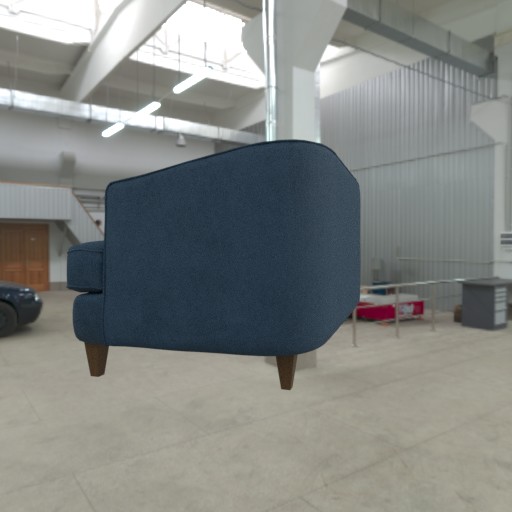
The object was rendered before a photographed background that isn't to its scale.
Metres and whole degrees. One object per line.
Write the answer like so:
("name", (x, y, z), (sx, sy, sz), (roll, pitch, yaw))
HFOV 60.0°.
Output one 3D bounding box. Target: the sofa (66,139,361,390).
("sofa", (0.000, 0.000, 2.270), (0.941, 0.854, 1.733), (1, 2, 19))
